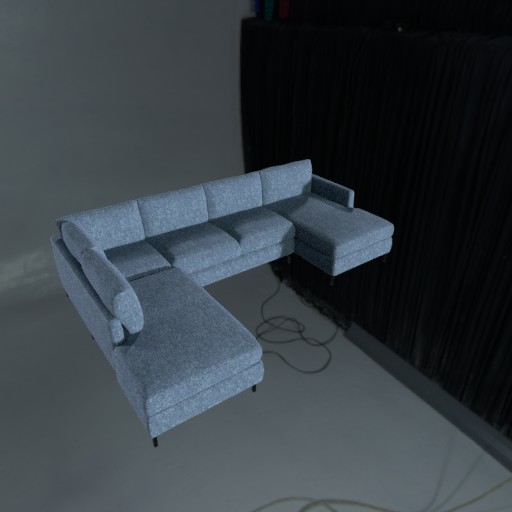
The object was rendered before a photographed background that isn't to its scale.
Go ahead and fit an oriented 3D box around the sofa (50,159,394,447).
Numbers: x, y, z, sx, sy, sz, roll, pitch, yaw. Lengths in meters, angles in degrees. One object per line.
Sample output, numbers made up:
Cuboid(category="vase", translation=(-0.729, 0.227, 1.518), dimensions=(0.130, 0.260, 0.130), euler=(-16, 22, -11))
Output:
Cuboid(category="sofa", translation=(0.000, 0.000, 3.604), dimensions=(2.737, 0.756, 1.879), euler=(-20, 35, -30))
